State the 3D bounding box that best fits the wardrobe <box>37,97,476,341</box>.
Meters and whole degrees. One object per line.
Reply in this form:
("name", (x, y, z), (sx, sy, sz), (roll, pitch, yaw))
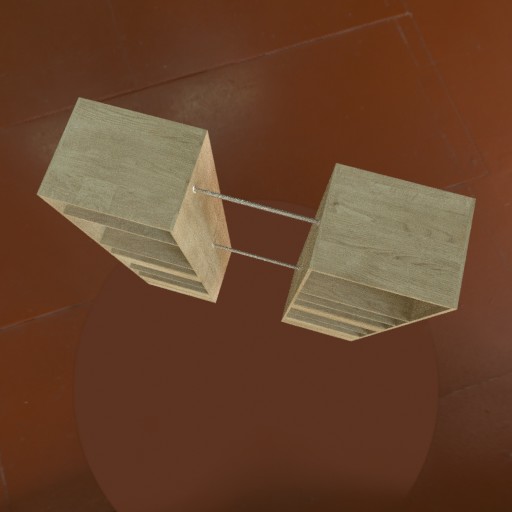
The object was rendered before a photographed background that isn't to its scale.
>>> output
("wardrobe", (0.000, 0.000, 2.820), (1.770, 2.000, 0.480), (15, 76, 4))
